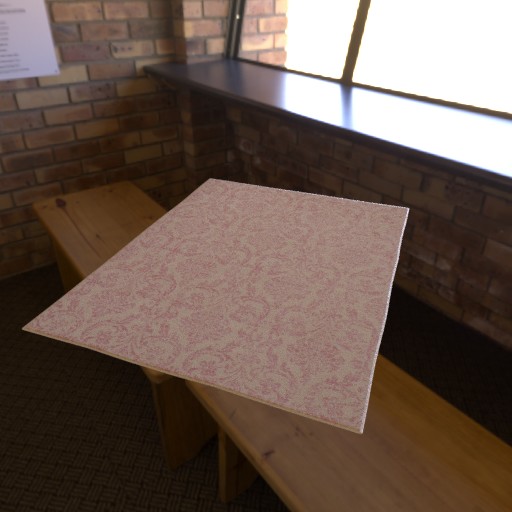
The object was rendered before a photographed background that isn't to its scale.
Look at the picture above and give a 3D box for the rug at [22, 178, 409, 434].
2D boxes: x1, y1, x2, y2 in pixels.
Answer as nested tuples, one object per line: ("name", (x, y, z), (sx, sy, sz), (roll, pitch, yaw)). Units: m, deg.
("rug", (0.000, 0.000, 3.917), (2.363, 0.012, 2.980), (11, 34, 18))
